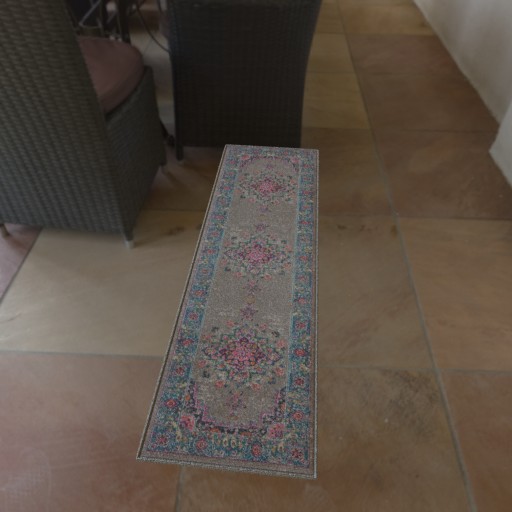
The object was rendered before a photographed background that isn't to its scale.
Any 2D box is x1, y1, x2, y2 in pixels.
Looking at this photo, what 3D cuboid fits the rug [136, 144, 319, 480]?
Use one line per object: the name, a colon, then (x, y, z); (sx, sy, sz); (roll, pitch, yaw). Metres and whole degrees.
rug: (0.000, 0.000, 1.971); (0.553, 0.012, 1.827); (4, 45, 4)
